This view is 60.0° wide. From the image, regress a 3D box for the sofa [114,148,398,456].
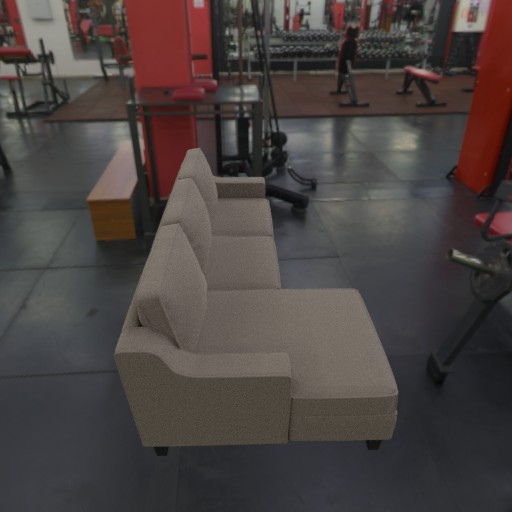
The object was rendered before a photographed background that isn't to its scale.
[{"bbox_3d":[0.000,0.000,3.115,1.294,0.928,2.561,-1,30,-2],"label":"sofa"}]
